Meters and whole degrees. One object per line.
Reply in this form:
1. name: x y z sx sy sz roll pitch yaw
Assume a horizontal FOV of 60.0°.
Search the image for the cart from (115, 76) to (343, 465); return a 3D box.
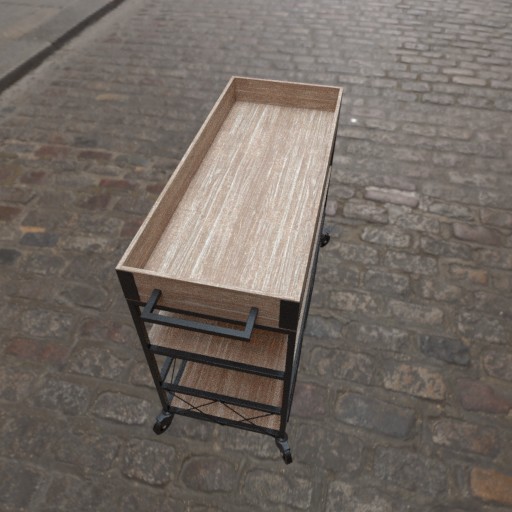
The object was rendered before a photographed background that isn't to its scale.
1. cart: 0.000 0.000 1.518 0.500 0.787 1.101 9 47 9
